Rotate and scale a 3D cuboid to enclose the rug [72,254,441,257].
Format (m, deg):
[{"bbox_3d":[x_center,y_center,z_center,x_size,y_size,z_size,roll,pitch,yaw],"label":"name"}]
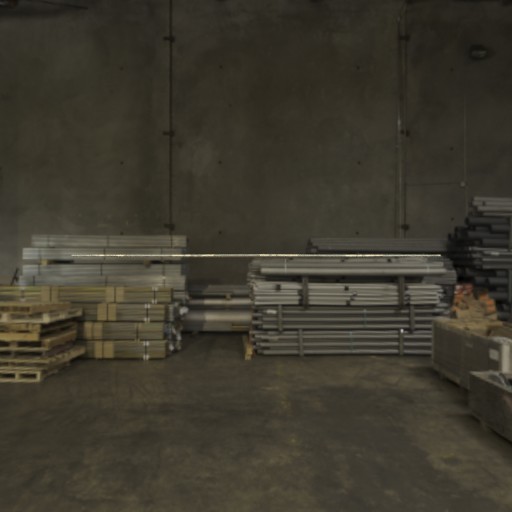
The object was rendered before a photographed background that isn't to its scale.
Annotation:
[{"bbox_3d":[0.000,0.000,2.231,1.148,0.010,1.754,0,0,0],"label":"rug"}]
